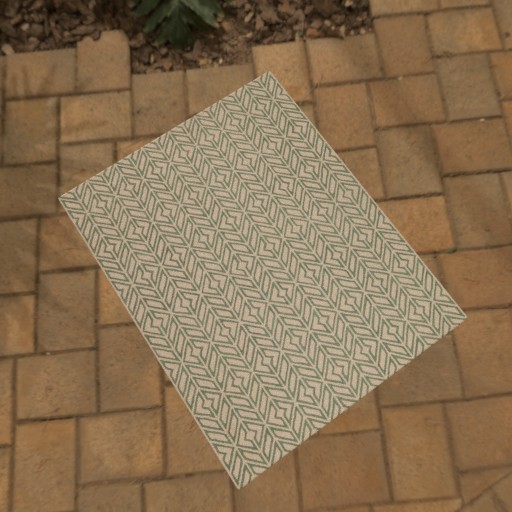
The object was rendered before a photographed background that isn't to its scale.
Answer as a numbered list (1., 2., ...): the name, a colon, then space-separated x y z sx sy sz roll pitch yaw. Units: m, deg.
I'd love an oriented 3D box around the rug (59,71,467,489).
1. rug: 0.000 0.000 4.044 2.441 0.017 3.050 -34 78 -8
